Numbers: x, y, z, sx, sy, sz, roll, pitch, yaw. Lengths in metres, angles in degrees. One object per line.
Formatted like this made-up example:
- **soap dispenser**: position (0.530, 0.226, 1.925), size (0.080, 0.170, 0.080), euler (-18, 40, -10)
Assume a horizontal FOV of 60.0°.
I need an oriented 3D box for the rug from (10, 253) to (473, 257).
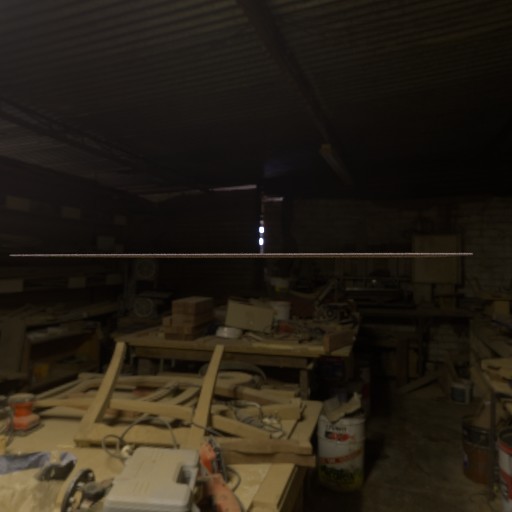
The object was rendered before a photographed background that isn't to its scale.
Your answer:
- **rug**: position (0.000, 0.000, 4.102), size (3.294, 0.018, 2.382), euler (0, 0, 17)
